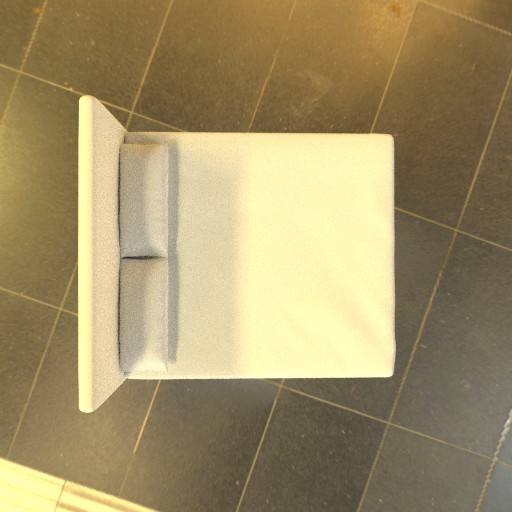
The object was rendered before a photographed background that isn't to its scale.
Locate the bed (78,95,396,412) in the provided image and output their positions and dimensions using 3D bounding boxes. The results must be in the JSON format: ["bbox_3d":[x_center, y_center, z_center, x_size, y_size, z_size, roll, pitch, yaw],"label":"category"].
[{"bbox_3d":[0.000,0.000,3.501,2.341,1.317,2.119,0,90,-2],"label":"bed"}]
